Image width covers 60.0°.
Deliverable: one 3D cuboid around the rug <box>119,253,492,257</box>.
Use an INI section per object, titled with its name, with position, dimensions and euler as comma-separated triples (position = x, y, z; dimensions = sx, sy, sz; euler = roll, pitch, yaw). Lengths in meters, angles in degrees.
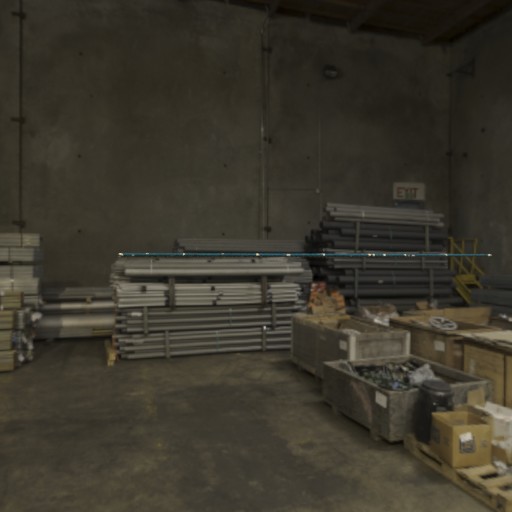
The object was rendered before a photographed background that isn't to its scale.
[rug]
position = 0.000, 0.000, 4.080
dimensions = 2.416, 0.014, 3.017
euler = 0, 0, -17
